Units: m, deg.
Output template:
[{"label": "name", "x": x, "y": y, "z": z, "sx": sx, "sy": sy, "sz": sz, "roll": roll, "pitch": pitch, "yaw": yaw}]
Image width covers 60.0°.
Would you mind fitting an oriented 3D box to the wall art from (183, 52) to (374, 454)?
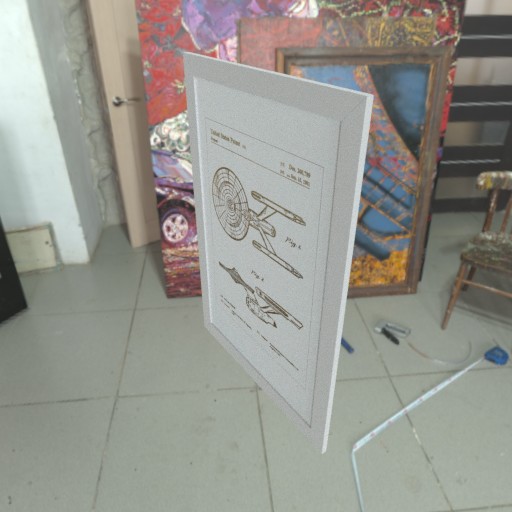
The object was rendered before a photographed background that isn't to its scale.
[{"label": "wall art", "x": 0.000, "y": 0.000, "z": 0.836, "sx": 0.011, "sy": 0.659, "sz": 0.454, "roll": -20, "pitch": 37, "yaw": -29}]
